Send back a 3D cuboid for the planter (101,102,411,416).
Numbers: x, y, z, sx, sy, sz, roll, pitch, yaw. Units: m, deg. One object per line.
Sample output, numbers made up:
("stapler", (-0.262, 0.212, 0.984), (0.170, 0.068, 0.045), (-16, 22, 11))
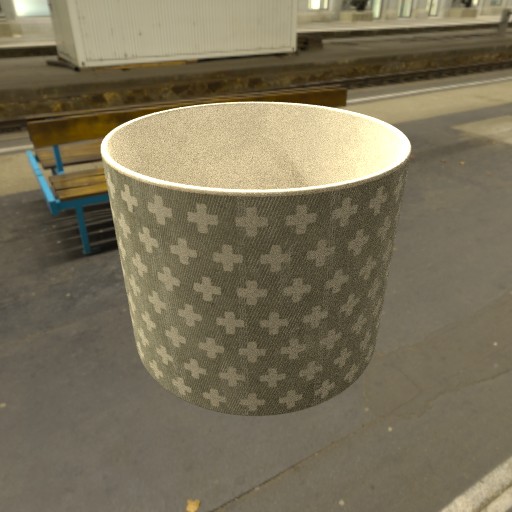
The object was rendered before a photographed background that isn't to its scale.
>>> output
("planter", (0.000, 0.000, 0.433), (0.250, 0.239, 0.250), (0, 31, 0))
